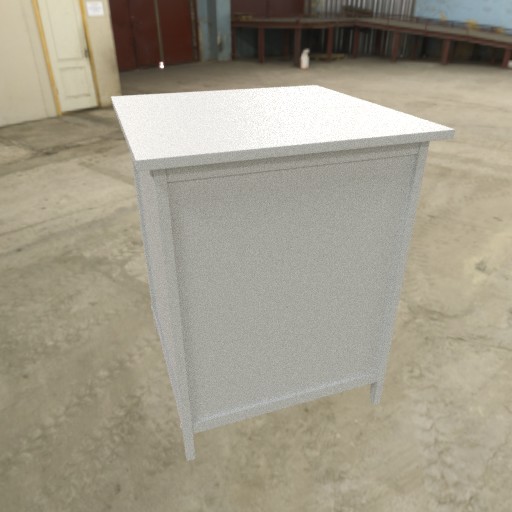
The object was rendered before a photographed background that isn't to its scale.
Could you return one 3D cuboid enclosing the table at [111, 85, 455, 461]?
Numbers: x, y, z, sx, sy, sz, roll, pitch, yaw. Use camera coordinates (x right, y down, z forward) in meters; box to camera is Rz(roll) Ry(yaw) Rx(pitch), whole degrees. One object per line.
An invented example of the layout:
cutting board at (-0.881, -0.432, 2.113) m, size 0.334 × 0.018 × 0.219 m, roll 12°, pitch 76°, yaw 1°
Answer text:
table at (0.000, 0.000, 0.758) m, size 0.381 × 0.483 × 0.381 m, roll -10°, pitch 31°, yaw -17°
